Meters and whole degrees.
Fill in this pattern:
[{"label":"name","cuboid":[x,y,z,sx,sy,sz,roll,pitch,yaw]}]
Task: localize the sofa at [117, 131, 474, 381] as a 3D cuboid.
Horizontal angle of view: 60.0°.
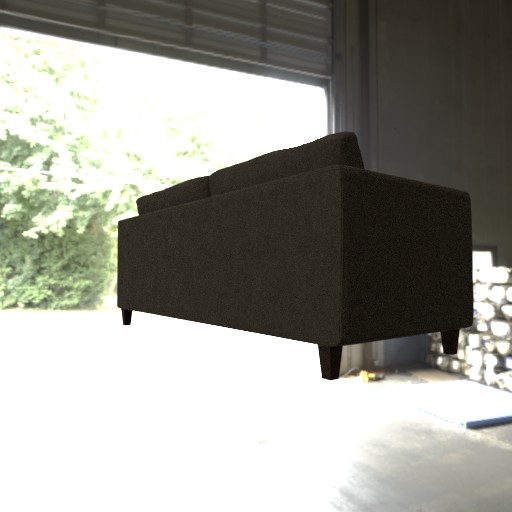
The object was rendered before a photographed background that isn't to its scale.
[{"label":"sofa","cuboid":[0.000,0.000,2.664,0.951,0.965,2.208,2,-3,-37]}]
